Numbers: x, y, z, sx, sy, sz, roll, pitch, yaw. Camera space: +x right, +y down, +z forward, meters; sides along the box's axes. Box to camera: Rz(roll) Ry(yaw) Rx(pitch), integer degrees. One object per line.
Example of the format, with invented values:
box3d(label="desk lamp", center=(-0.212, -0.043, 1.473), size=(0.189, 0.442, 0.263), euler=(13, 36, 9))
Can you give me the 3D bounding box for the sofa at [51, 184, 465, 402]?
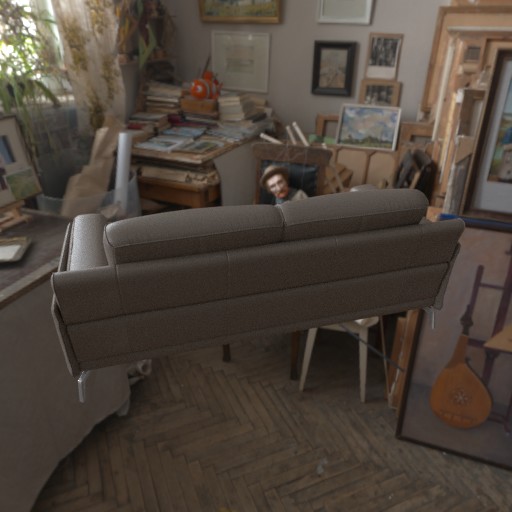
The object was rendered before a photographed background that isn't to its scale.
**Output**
box3d(label="sofa", center=(0.000, 0.000, 2.556), size=(2.101, 0.930, 1.049), euler=(-8, 29, -15))
